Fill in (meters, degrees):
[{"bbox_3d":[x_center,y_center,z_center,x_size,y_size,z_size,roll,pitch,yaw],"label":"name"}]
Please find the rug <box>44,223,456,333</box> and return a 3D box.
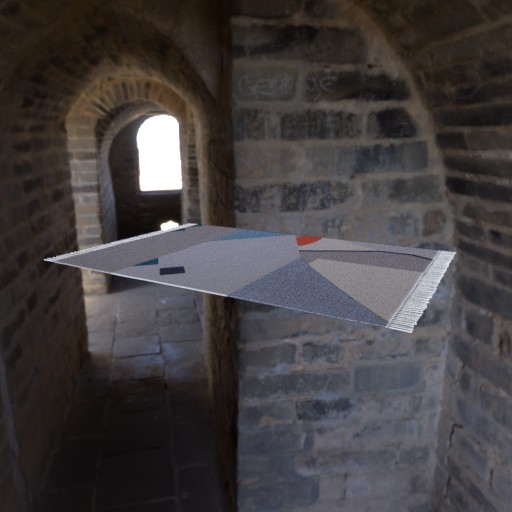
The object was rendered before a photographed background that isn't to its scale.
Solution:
[{"bbox_3d":[0.000,0.000,2.348,1.828,0.005,1.220,8,16,29],"label":"rug"}]
